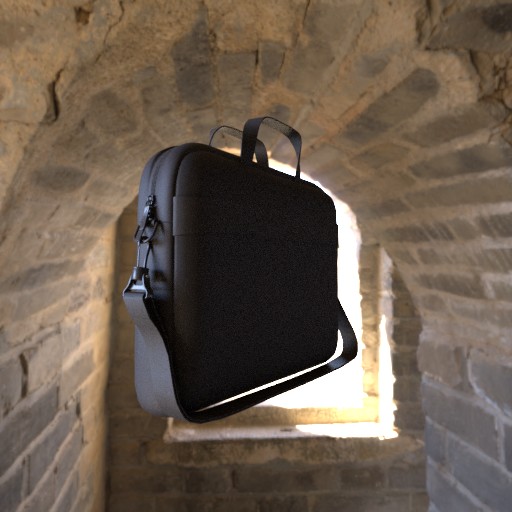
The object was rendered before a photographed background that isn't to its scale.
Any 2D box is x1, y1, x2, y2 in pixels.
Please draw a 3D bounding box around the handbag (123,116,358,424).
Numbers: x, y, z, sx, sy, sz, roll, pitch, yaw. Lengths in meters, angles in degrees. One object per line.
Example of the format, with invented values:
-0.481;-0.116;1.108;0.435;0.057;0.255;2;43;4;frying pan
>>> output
0.000;0.000;0.590;0.126;0.330;0.429;-1;-3;35;handbag
